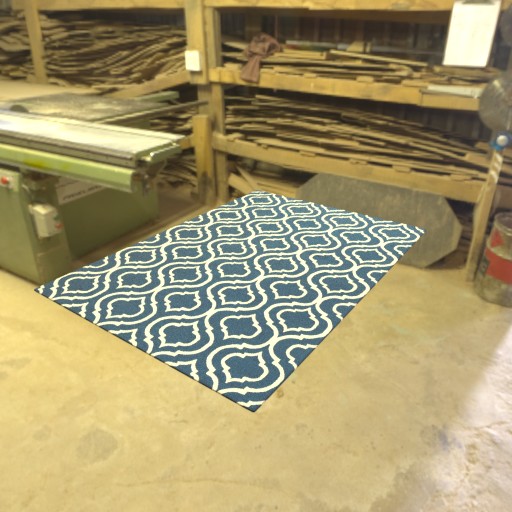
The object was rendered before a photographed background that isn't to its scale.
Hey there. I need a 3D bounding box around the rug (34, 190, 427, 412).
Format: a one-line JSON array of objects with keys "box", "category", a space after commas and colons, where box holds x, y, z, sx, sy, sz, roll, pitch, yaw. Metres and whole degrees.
[{"box": [0.000, 0.000, 2.844, 1.524, 0.010, 2.134, 18, 32, 31], "category": "rug"}]
